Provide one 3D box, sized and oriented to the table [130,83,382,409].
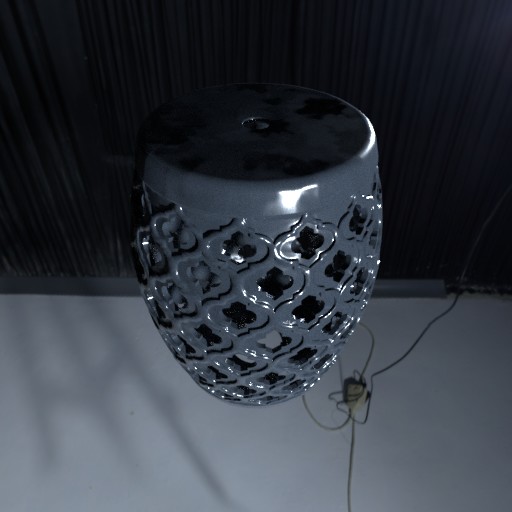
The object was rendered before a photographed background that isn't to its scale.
[{"bbox_3d":[0.000,0.000,0.615,0.325,0.388,0.325,0,41,0],"label":"table"}]
